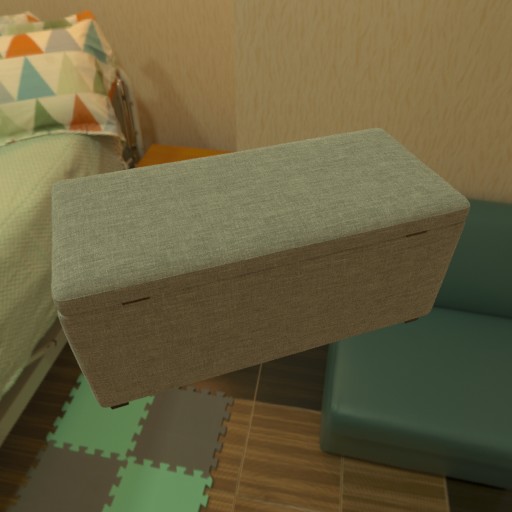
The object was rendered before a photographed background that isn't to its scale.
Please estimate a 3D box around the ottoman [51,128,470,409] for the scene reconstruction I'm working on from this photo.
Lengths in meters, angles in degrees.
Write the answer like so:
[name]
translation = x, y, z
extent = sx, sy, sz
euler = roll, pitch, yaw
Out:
[ottoman]
translation = 0.000, 0.000, 1.130
extent = 0.902, 0.432, 0.419
euler = -13, 44, -14
